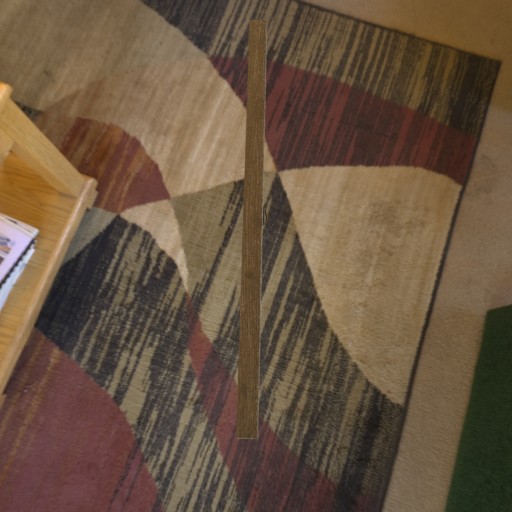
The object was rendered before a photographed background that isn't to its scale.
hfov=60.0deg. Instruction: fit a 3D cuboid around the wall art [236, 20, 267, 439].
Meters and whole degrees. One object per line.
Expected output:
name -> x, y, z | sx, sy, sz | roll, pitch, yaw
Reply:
wall art -> 0.000, 0.000, 0.692 | 0.027, 0.459, 0.462 | 1, 77, 0
